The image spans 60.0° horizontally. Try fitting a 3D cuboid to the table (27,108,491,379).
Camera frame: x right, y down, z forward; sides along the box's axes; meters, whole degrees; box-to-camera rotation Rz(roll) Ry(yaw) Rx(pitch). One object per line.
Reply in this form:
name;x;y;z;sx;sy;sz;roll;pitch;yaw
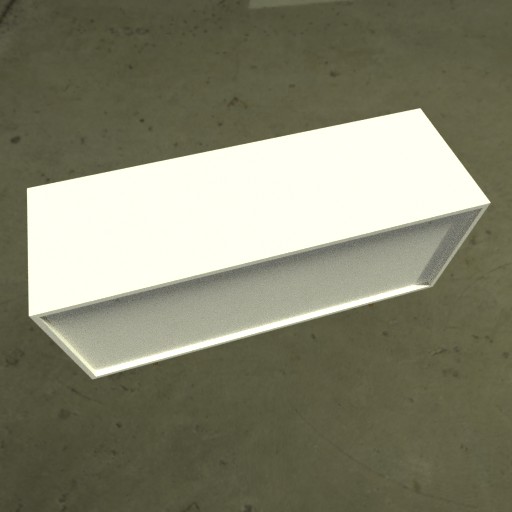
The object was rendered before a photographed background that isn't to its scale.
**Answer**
table;0.000;0.000;1.837;1.500;0.769;0.508;-14;58;-9
